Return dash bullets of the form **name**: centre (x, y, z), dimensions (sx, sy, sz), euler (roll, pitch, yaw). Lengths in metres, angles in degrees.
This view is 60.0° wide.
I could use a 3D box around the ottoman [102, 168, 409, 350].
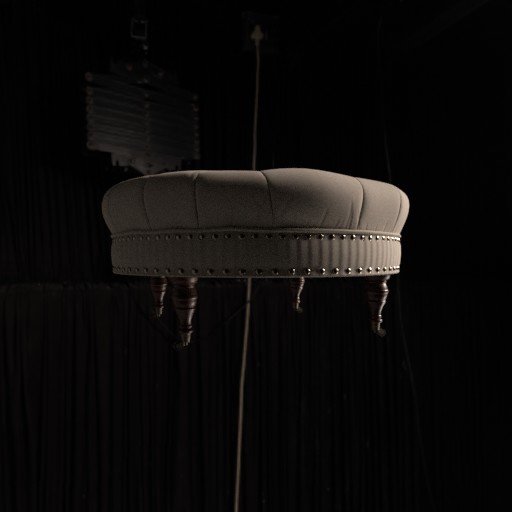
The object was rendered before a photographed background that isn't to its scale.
- **ottoman**: centre (0.000, 0.000, 1.372), dimensions (0.901, 0.439, 0.901), euler (0, 0, 0)
